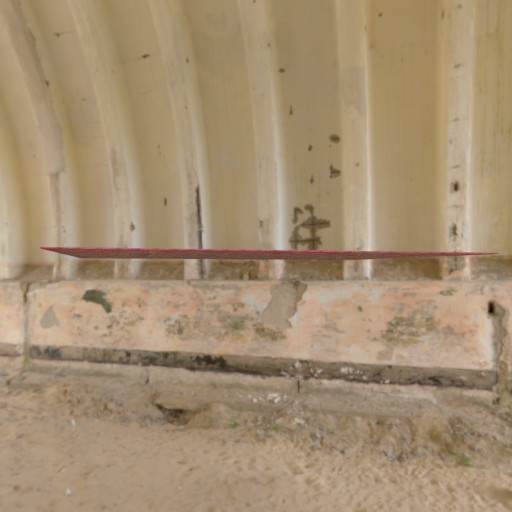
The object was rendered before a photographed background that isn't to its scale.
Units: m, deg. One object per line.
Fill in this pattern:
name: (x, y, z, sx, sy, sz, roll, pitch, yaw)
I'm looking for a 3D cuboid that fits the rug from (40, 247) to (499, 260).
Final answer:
rug: (0.000, 0.000, 4.177, 3.306, 0.011, 2.389, 0, -2, -16)
